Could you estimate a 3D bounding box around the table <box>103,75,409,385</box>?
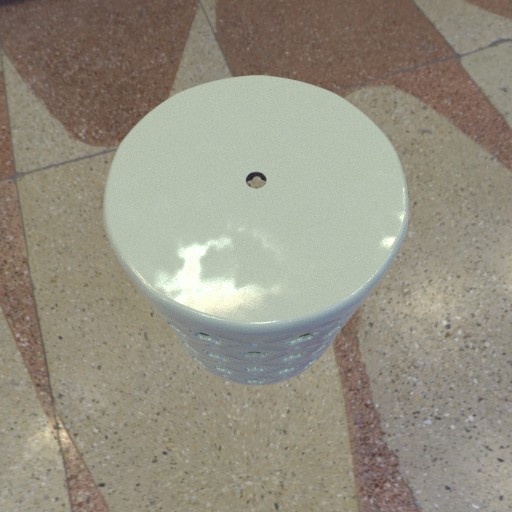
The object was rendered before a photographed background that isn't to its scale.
[{"bbox_3d":[0.000,0.000,0.674,0.352,0.387,0.352,0,63,0],"label":"table"}]
